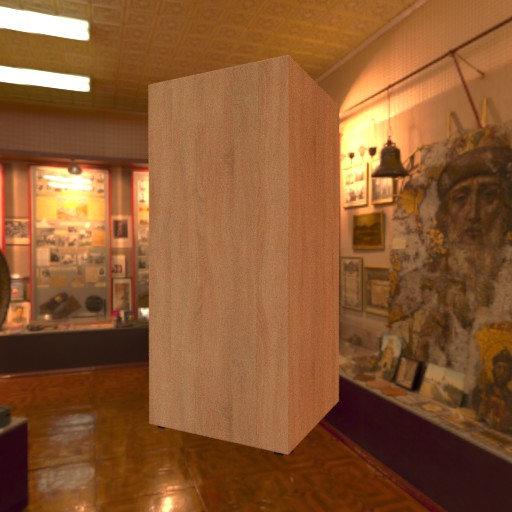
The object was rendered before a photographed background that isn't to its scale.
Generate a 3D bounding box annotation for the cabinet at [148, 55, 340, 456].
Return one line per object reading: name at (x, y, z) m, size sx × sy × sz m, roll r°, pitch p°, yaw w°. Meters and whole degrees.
cabinet at (0.000, 0.000, 2.854) m, size 1.327 × 2.120 × 1.094 m, roll 0°, pitch 1°, yaw -18°
